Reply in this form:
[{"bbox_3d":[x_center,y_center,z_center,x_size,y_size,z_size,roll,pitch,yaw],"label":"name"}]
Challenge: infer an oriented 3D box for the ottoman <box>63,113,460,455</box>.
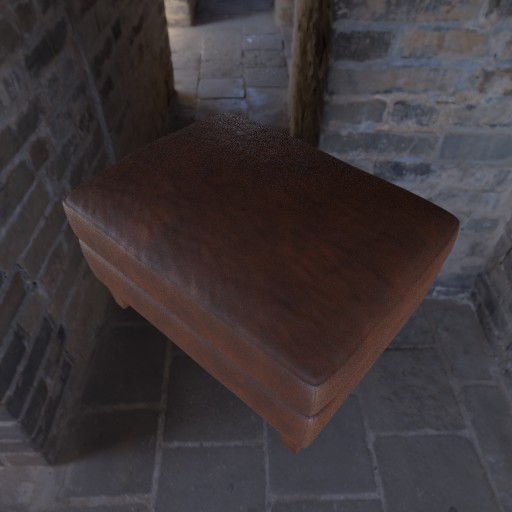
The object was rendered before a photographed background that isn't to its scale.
[{"bbox_3d":[0.000,0.000,1.278,0.887,0.527,0.659,32,54,27],"label":"ottoman"}]
